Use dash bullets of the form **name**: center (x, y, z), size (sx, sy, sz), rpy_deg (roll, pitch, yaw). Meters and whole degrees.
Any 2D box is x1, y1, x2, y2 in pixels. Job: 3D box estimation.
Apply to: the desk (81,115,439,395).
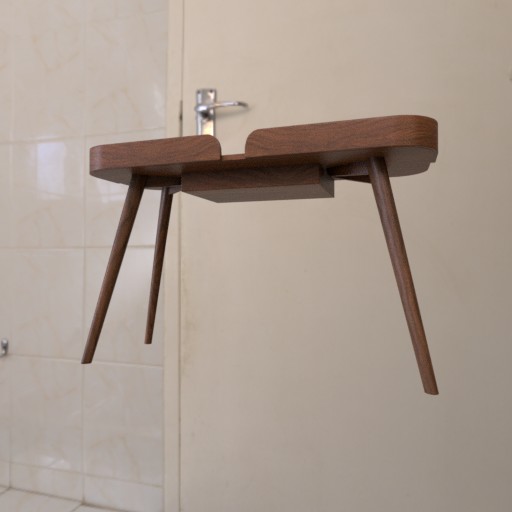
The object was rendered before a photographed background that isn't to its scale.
- **desk**: center (0.000, 0.000, 1.663), size (1.256, 0.800, 0.486), rpy_deg (0, -1, 19)
